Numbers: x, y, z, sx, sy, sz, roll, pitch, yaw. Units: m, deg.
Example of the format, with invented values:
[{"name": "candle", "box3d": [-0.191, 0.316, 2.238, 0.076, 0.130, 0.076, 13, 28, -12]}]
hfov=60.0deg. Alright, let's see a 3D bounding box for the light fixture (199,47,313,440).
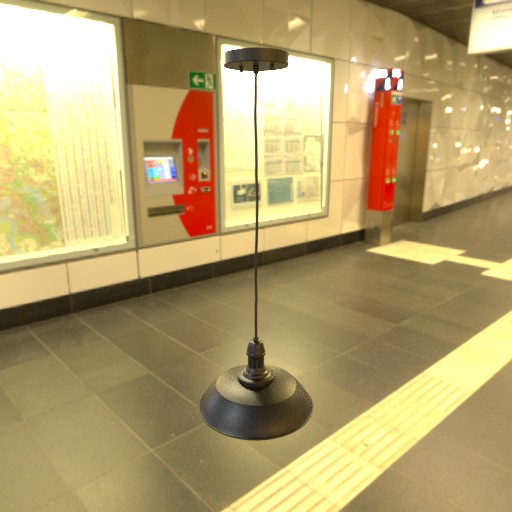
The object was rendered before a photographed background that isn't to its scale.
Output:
[{"name": "light fixture", "box3d": [0.000, 0.000, 1.180, 0.331, 0.993, 0.331, 8, 16, 27]}]
